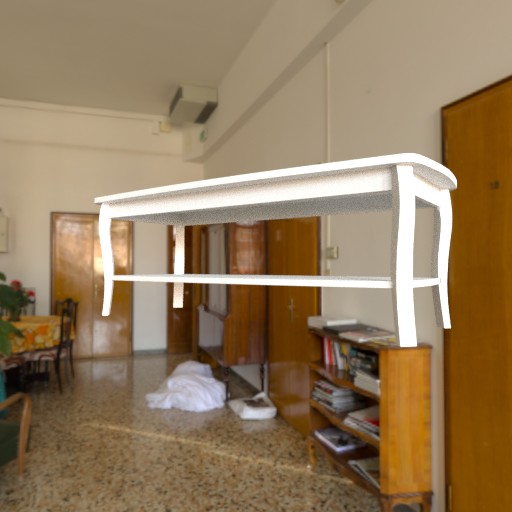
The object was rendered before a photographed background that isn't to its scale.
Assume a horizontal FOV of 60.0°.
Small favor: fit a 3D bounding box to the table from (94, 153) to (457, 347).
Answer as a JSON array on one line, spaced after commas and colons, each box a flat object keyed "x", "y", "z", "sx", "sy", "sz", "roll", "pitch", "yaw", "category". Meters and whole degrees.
[{"x": 0.000, "y": 0.000, "z": 1.633, "sx": 1.334, "sy": 0.474, "sz": 0.561, "roll": -1, "pitch": -2, "yaw": 35, "category": "table"}]
